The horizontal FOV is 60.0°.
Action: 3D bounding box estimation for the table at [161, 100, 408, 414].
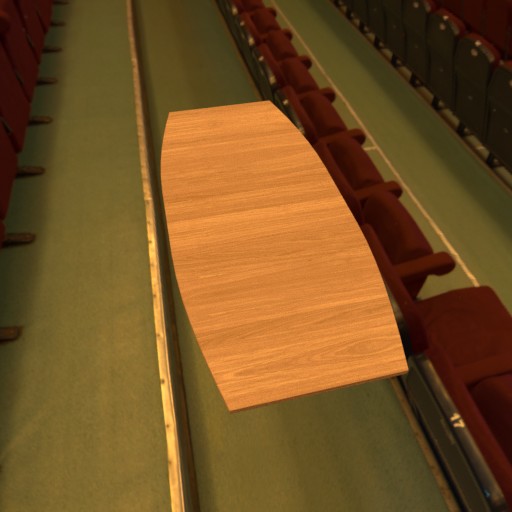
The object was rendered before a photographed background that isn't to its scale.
[{"bbox_3d":[0.000,0.000,2.514,0.900,0.750,2.032,-10,48,-9],"label":"table"}]
